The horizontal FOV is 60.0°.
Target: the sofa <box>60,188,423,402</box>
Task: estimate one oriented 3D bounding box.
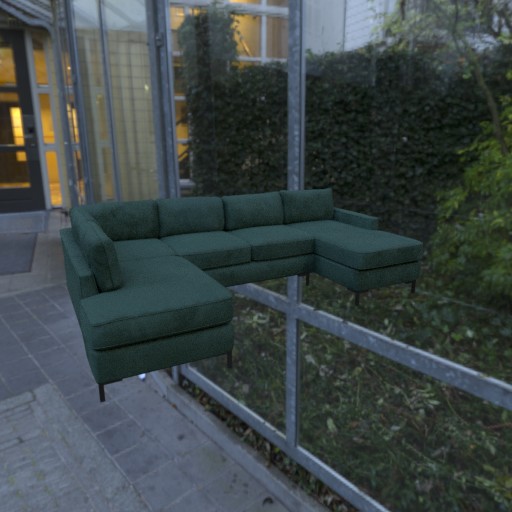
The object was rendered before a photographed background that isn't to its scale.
[{"bbox_3d":[0.000,0.000,3.809,2.994,0.861,1.992,-8,17,-27],"label":"sofa"}]
